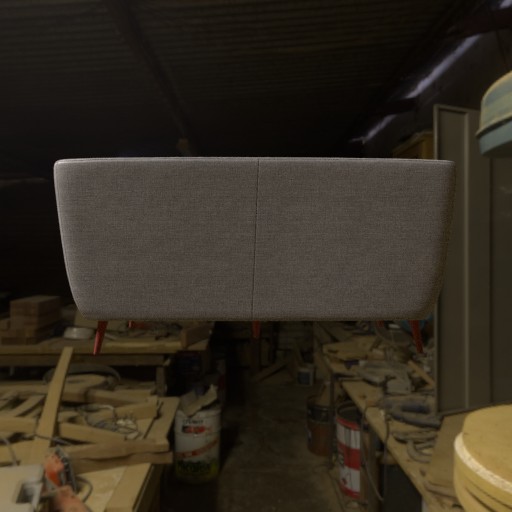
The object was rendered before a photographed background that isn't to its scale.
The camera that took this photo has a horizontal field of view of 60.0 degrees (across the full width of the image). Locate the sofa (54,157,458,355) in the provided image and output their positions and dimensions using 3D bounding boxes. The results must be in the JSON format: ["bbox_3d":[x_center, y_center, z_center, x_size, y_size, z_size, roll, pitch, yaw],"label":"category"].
[{"bbox_3d":[0.000,0.000,2.418,1.930,0.897,0.976,0,0,-1],"label":"sofa"}]
